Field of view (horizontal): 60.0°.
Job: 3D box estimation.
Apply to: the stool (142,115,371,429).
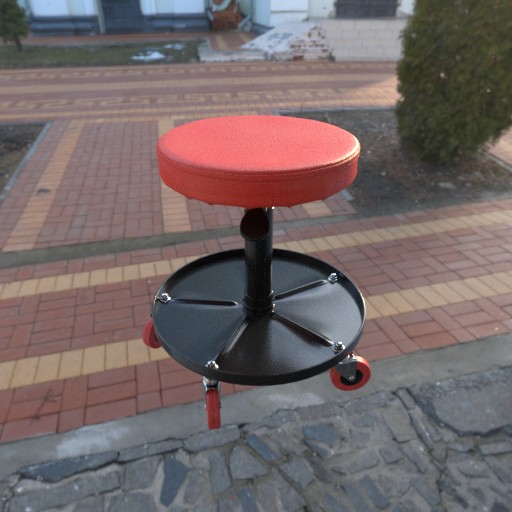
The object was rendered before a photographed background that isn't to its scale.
[{"bbox_3d":[0.000,0.000,0.684,0.381,0.365,0.382,1,31,1],"label":"stool"}]
